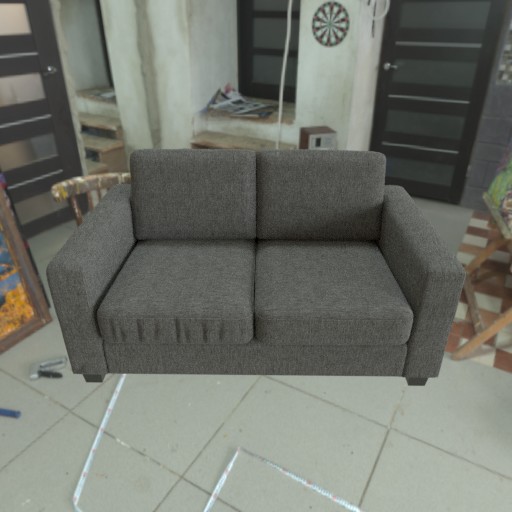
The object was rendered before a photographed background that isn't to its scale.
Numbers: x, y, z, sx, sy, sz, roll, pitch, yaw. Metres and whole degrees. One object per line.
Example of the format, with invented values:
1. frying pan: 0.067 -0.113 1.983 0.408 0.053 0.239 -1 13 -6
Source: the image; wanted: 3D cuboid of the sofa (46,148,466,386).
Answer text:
1. sofa: 0.000 0.000 1.990 1.520 0.800 0.900 0 30 1
